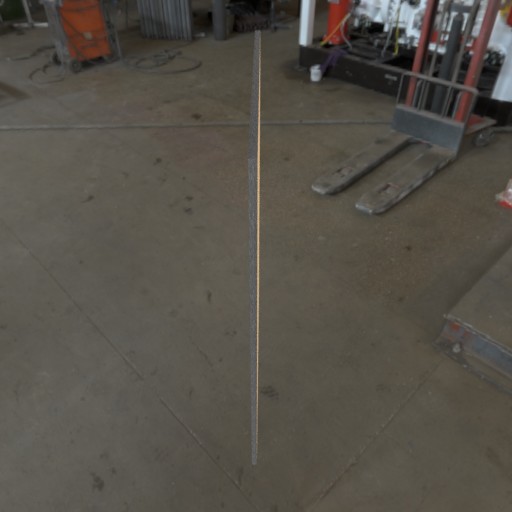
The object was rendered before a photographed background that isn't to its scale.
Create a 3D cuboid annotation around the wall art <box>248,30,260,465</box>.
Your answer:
[{"bbox_3d":[0.000,0.000,1.406,0.016,1.116,0.810,0,41,1],"label":"wall art"}]
